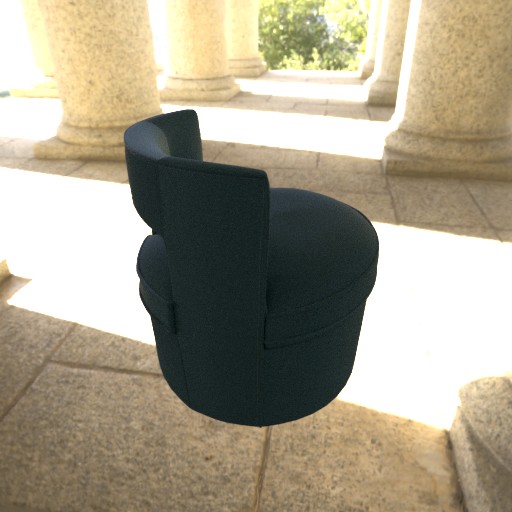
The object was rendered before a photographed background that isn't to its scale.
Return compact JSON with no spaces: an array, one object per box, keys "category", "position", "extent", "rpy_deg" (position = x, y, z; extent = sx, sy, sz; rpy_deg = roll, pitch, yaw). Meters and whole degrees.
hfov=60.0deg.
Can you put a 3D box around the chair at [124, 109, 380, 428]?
[{"category":"chair","position":[0.000,0.000,1.247],"extent":[0.660,0.711,0.684],"rpy_deg":[-10,31,-17]}]
